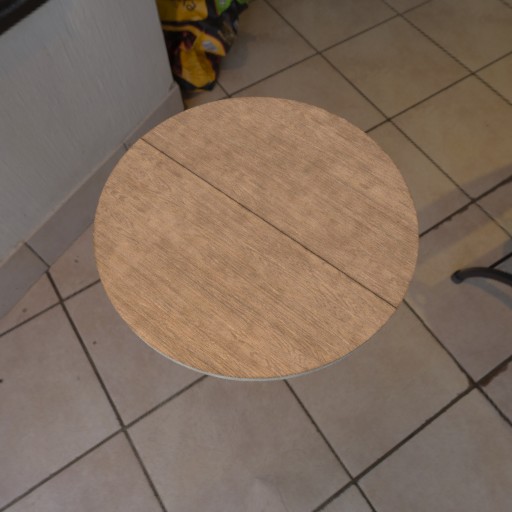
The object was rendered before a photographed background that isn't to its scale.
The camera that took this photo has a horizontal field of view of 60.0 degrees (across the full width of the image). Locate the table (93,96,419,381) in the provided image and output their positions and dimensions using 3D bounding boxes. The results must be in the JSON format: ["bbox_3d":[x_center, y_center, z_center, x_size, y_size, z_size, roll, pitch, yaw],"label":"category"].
[{"bbox_3d":[0.000,0.000,2.220,1.363,0.781,1.363,0,63,0],"label":"table"}]
